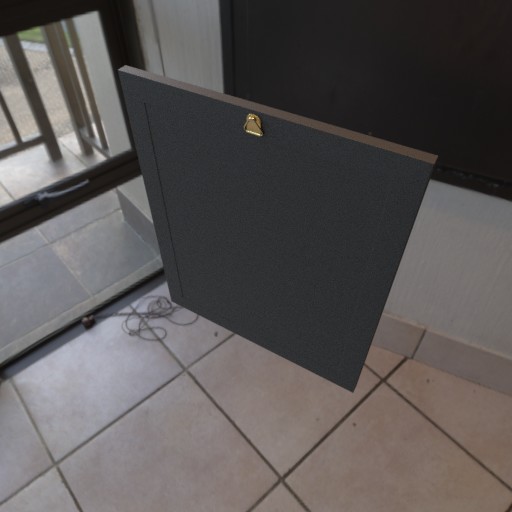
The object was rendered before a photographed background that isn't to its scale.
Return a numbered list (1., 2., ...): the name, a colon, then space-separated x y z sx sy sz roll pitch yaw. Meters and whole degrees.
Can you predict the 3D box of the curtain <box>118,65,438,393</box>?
1. curtain: 0.000 0.000 0.813 0.483 0.585 0.027 23 51 20
